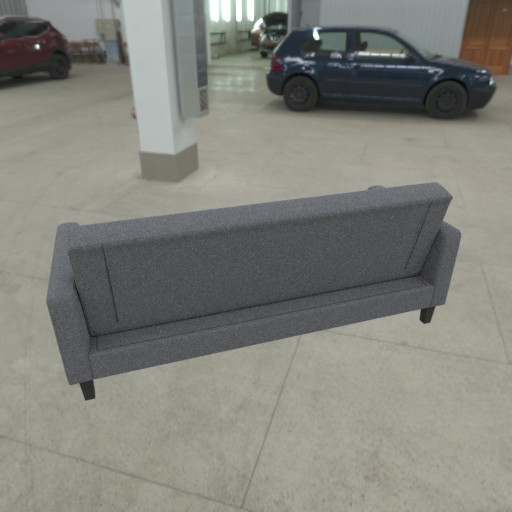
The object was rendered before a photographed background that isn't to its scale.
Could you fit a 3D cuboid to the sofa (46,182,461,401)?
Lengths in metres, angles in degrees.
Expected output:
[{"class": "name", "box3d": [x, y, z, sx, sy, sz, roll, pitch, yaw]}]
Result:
[{"class": "sofa", "box3d": [0.000, 0.000, 2.444, 2.040, 0.850, 0.810, -9, 30, -16]}]
